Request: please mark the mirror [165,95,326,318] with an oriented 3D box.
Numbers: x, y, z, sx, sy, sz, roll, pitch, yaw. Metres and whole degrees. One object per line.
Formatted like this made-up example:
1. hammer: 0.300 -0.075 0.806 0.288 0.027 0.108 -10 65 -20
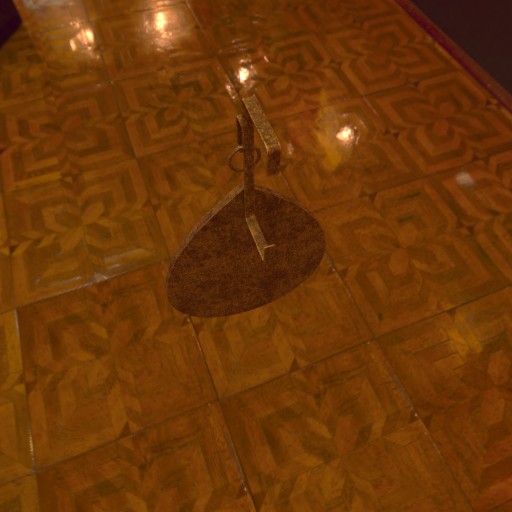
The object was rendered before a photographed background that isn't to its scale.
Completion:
1. mirror: 0.000 0.000 0.920 0.405 0.744 0.144 -16 60 -10
